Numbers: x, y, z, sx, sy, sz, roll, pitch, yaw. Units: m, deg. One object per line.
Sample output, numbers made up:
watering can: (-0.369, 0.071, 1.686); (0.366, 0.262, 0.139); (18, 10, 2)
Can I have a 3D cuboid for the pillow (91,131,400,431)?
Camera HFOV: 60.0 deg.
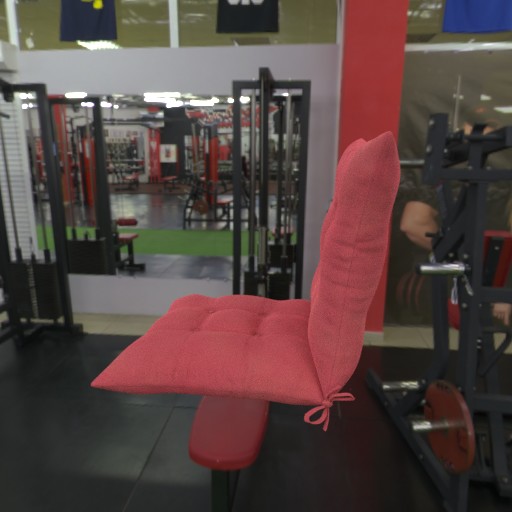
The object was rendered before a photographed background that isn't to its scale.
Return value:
pillow: (0.000, 0.000, 1.021); (0.585, 0.536, 0.541); (2, 14, 8)
